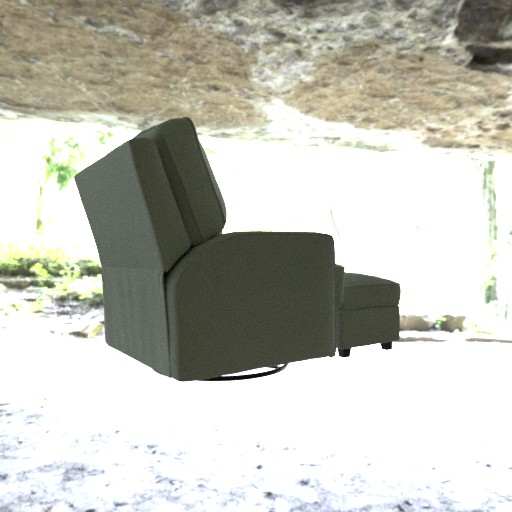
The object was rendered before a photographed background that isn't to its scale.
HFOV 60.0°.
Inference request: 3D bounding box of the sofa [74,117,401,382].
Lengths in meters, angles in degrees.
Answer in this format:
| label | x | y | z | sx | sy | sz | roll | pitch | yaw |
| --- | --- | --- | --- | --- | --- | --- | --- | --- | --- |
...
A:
| label | x | y | z | sx | sy | sz | roll | pitch | yaw |
| --- | --- | --- | --- | --- | --- | --- | --- | --- | --- |
| sofa | 0.000 | 0.000 | 2.091 | 1.472 | 0.959 | 0.861 | 0 | -1 | -35 |
